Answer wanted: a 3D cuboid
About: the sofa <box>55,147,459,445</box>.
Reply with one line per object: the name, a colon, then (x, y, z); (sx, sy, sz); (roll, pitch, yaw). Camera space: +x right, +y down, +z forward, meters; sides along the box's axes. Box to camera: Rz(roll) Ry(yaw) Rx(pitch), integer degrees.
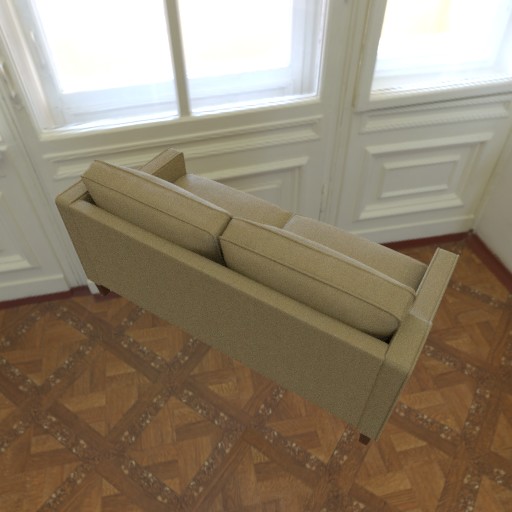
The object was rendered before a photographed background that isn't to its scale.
sofa: (0.000, 0.000, 2.798); (2.178, 1.071, 1.066); (24, 50, 22)
